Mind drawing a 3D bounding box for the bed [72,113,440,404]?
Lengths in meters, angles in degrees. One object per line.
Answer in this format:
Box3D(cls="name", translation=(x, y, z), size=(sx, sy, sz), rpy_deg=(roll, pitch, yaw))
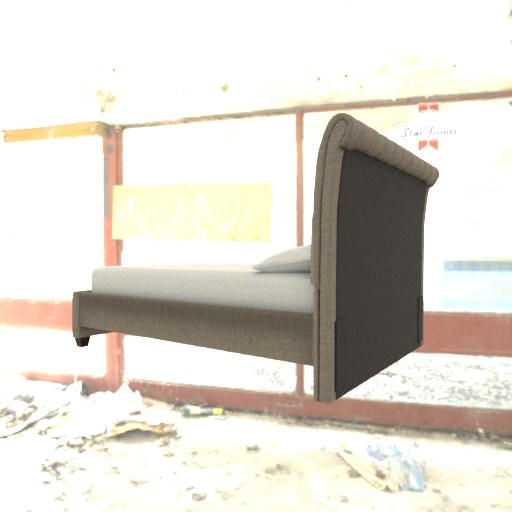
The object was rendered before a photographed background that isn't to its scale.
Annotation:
Box3D(cls="bed", translation=(0.000, 0.000, 3.342), size=(2.252, 1.371, 1.645), rpy_deg=(1, 1, 36))
